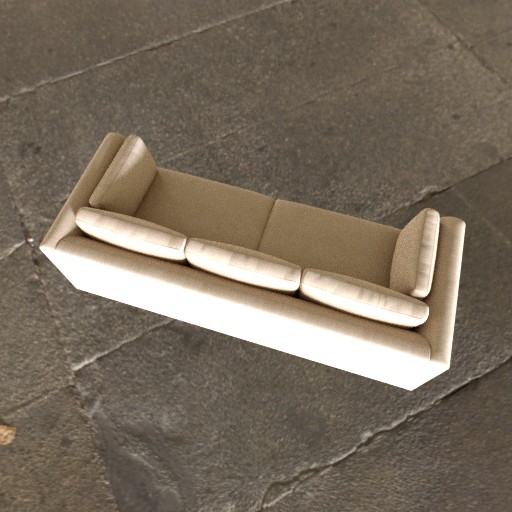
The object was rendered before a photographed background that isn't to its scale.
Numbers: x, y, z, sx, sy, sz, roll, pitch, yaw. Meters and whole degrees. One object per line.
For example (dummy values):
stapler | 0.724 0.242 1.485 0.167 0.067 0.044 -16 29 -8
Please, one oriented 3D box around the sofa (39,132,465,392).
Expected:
sofa | 0.000 0.000 2.957 2.415 0.867 0.969 16 64 8
